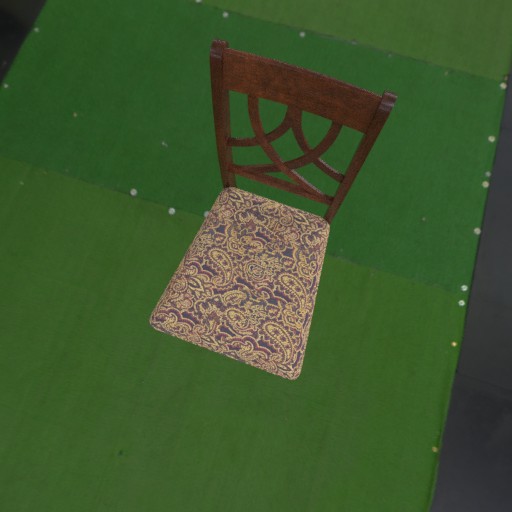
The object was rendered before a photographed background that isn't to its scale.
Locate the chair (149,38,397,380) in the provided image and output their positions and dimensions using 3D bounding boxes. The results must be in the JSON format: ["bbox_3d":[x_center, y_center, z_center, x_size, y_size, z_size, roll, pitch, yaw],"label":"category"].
[{"bbox_3d":[0.000,0.000,1.283,0.457,0.965,0.584,19,76,5],"label":"chair"}]
